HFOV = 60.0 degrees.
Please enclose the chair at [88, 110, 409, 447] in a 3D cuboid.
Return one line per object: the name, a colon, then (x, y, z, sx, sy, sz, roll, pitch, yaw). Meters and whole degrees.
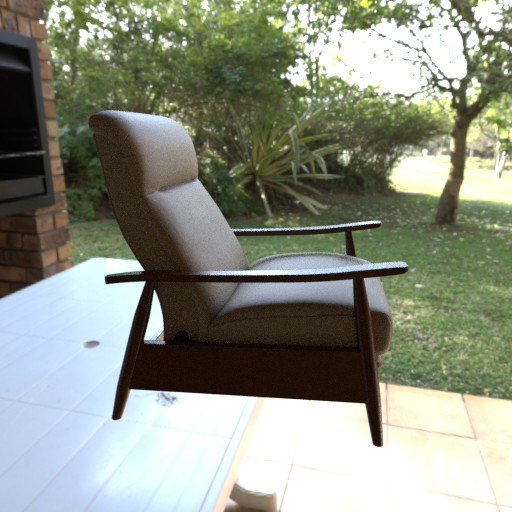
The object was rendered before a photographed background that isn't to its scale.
chair: (0.000, 0.000, 1.756, 1.030, 1.082, 0.762, 2, 15, 9)
